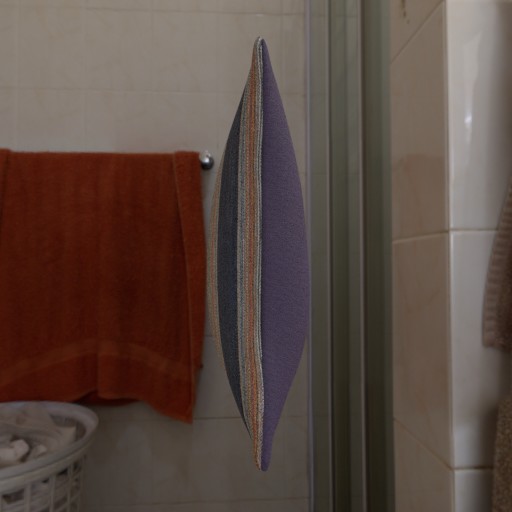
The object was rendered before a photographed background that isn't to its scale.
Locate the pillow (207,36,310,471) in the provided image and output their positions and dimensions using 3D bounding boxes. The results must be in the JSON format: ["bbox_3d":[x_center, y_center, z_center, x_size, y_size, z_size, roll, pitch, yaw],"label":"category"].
[{"bbox_3d":[0.000,0.000,0.633,0.136,0.419,0.437,0,-1,-1],"label":"pillow"}]
